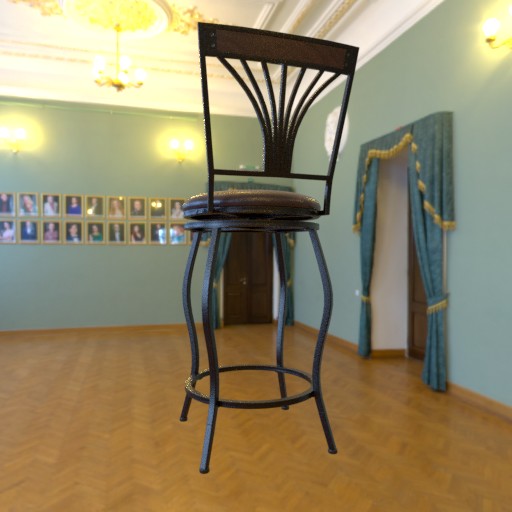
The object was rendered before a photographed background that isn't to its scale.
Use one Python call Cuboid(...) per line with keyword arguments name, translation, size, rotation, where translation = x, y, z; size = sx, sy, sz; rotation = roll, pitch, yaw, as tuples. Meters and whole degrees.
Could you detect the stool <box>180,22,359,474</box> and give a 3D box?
Cuboid(name="stool", translation=(0.000, 0.000, 1.334), size=(0.433, 1.117, 0.514), rotation=(0, 0, -18))
